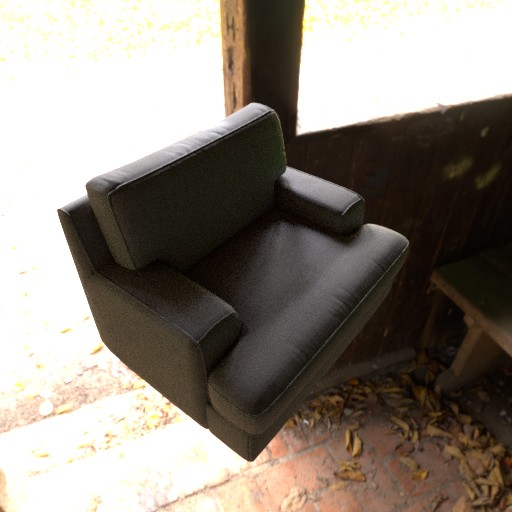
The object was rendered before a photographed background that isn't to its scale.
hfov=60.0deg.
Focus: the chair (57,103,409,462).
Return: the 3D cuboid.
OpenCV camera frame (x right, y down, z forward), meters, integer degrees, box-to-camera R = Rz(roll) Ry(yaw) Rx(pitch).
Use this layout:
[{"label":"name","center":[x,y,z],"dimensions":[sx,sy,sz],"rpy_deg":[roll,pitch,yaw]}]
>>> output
[{"label":"chair","center":[0.000,0.000,2.028],"dimensions":[1.043,0.974,1.270],"rpy_deg":[27,47,29]}]
